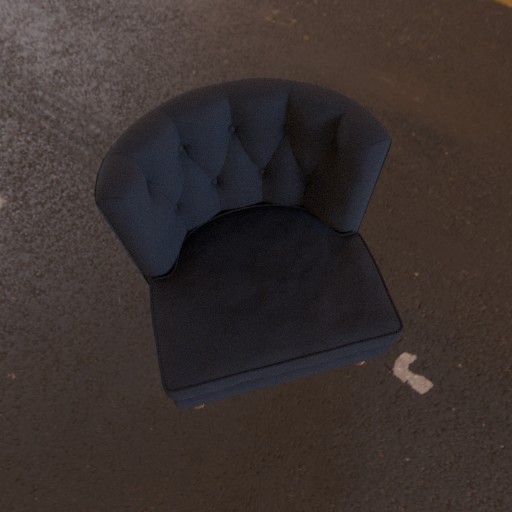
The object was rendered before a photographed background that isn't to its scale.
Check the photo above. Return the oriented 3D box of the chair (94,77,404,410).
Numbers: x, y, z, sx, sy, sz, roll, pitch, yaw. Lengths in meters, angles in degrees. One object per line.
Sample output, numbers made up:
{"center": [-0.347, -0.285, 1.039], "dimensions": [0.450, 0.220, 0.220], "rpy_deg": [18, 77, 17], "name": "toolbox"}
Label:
{"center": [0.000, 0.000, 1.358], "dimensions": [0.740, 0.771, 0.718], "rpy_deg": [-13, 65, -6], "name": "chair"}
